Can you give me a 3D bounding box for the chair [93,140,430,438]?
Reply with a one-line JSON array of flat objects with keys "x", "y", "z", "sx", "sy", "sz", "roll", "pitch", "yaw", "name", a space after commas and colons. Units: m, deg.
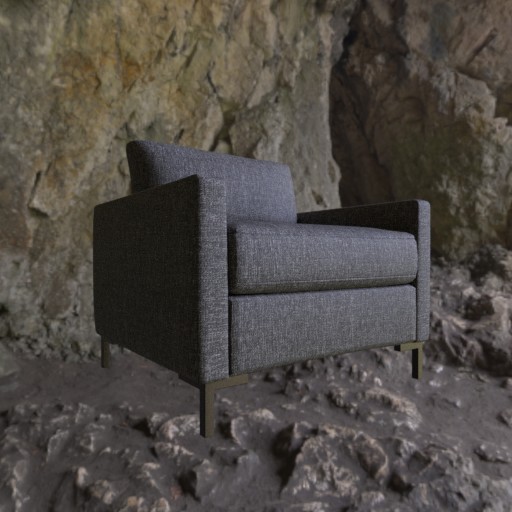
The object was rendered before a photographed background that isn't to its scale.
[{"x": 0.000, "y": 0.000, "z": 1.630, "sx": 0.963, "sy": 0.861, "sz": 0.866, "roll": 0, "pitch": 0, "yaw": -36, "name": "chair"}]
